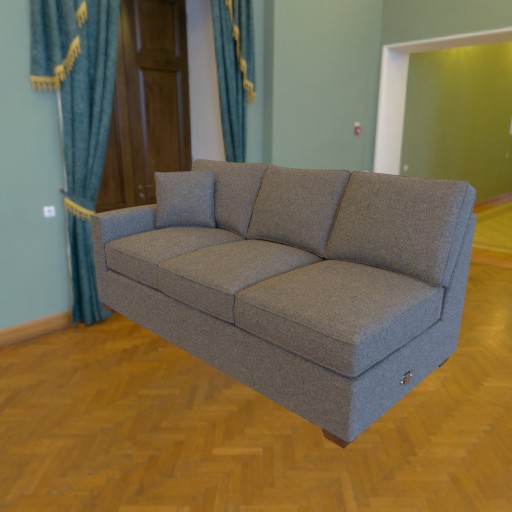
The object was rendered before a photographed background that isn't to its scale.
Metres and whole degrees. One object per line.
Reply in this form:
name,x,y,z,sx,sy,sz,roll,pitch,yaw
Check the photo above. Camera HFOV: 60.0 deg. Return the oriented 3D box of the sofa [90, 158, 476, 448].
sofa,0.000,0.000,2.467,1.963,0.946,1.034,16,23,42
